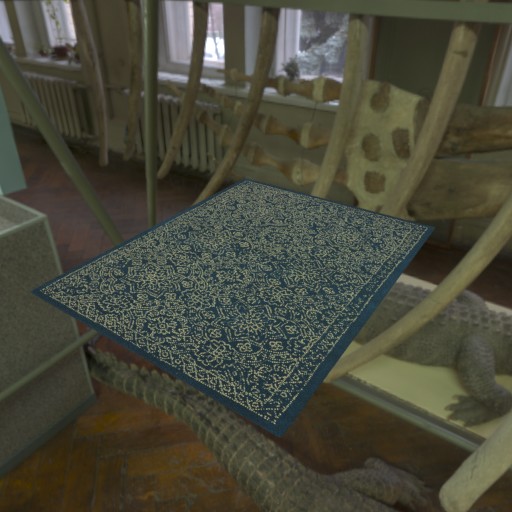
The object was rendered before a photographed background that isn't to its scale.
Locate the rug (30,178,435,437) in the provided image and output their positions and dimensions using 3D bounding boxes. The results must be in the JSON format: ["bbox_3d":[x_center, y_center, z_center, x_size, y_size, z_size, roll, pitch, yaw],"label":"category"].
[{"bbox_3d":[0.000,0.000,4.132,2.438,0.010,3.048,20,37,29],"label":"rug"}]
